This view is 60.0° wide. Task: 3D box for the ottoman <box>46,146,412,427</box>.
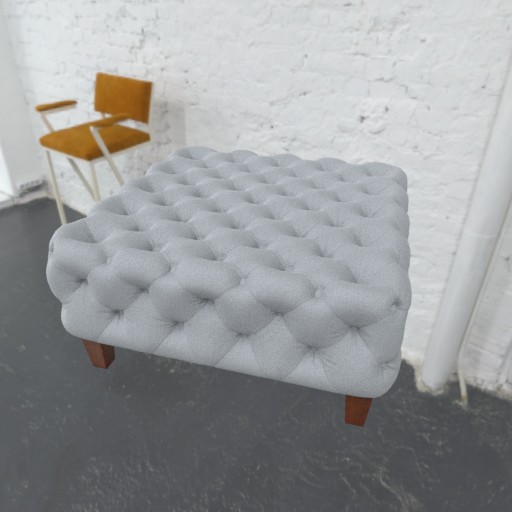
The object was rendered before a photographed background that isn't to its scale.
[{"bbox_3d":[0.000,0.000,1.198,0.764,0.365,0.758,8,31,14],"label":"ottoman"}]
